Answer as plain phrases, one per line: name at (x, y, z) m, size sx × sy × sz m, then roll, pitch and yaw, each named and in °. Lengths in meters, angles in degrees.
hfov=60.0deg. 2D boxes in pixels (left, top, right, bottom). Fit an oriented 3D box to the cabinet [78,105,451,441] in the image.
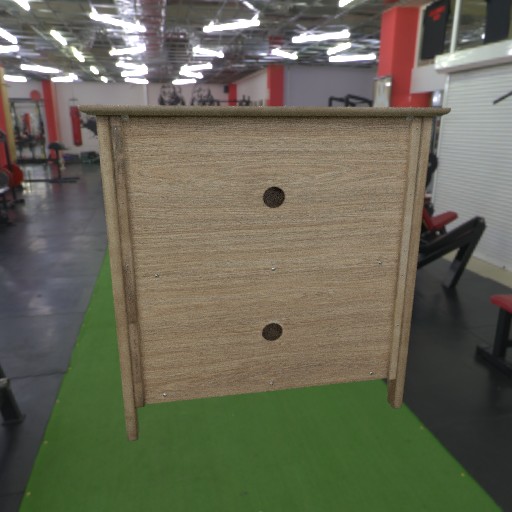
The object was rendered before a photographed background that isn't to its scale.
cabinet at (0.000, 0.000, 1.219) m, size 0.763 × 0.762 × 0.503 m, roll -3°, pitch 17°, yaw -10°
